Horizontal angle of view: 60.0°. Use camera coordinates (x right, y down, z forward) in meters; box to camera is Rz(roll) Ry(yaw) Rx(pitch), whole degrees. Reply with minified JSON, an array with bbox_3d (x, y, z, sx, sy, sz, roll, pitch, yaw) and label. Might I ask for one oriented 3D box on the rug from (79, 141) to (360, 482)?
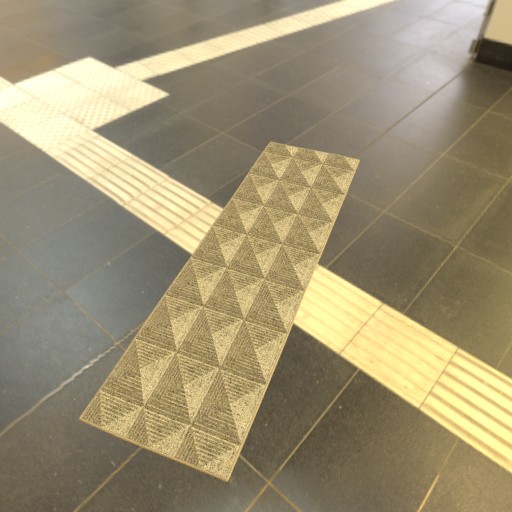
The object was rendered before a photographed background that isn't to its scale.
[{"bbox_3d":[0.000,0.000,2.365,0.645,0.015,2.182,16,48,15],"label":"rug"}]
